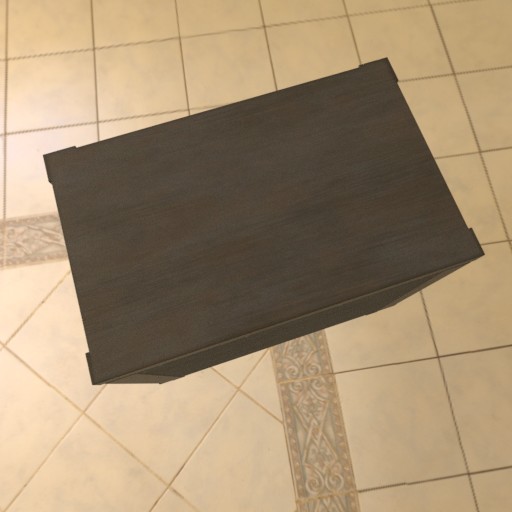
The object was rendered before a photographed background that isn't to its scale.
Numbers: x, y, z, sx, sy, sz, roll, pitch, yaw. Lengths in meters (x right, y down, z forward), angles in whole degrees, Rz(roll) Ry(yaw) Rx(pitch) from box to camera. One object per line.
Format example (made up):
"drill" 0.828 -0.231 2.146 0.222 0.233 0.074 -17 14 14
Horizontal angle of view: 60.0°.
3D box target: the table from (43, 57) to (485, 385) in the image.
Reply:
"table" 0.000 0.000 1.072 0.660 0.660 0.413 -18 75 -5
